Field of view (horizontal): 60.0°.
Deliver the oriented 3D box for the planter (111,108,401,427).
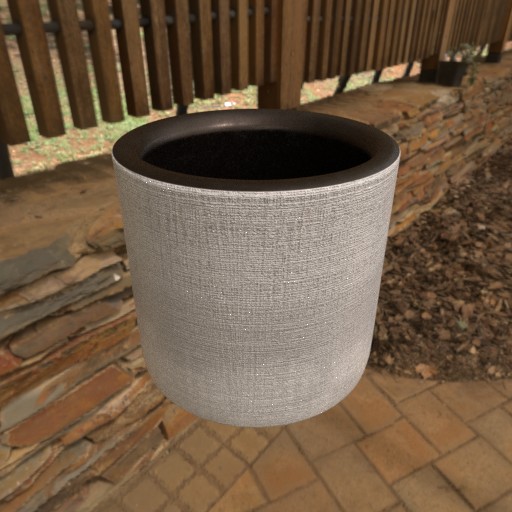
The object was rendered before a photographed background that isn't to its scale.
[{"bbox_3d":[0.000,0.000,0.288,0.160,0.156,0.160,0,30,0],"label":"planter"}]
